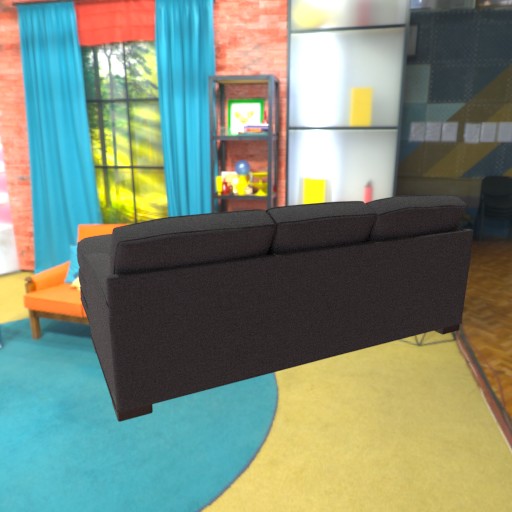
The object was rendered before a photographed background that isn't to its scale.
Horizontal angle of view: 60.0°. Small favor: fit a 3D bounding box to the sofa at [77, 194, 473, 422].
[{"bbox_3d":[0.000,0.000,3.265,2.370,0.973,1.790,-7,16,-26],"label":"sofa"}]
